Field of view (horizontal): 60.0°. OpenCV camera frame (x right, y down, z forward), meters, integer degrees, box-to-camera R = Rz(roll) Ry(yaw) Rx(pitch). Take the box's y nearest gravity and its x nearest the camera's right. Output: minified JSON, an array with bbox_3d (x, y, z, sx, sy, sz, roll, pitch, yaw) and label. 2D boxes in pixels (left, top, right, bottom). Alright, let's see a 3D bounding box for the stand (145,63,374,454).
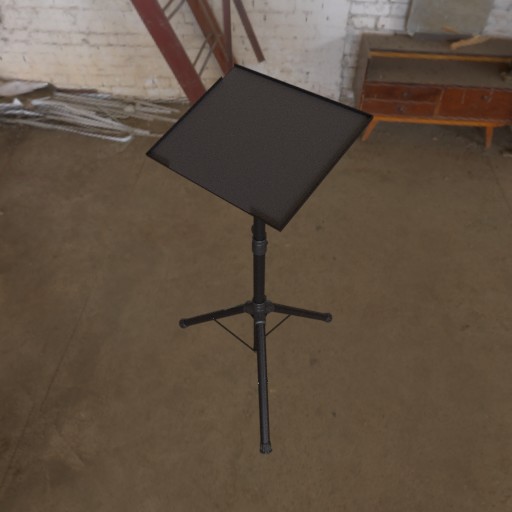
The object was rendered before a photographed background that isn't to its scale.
[{"bbox_3d":[0.000,0.000,1.577,0.702,1.198,0.702,32,54,26],"label":"stand"}]
